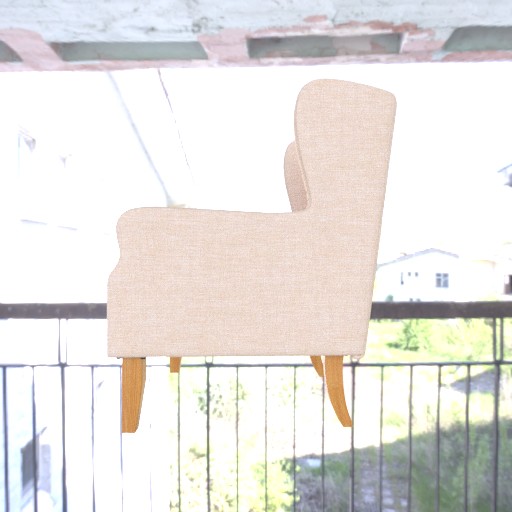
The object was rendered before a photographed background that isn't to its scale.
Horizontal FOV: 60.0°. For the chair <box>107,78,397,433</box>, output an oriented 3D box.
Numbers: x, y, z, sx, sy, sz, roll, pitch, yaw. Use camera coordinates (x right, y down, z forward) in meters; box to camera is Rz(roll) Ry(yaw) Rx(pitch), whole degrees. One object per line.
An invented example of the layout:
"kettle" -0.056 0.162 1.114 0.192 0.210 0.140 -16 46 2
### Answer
"chair" 0.000 0.000 1.475 0.760 0.930 0.710 0 0 1
